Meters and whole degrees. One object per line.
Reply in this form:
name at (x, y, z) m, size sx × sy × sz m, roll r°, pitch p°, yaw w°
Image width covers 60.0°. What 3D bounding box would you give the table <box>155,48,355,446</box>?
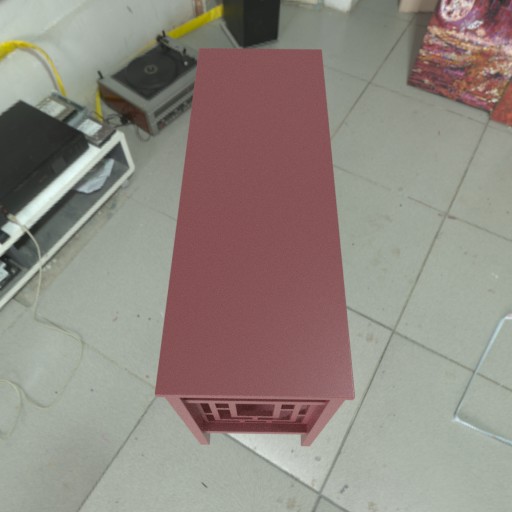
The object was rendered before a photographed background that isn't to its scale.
table at (0.000, 0.000, 1.446) m, size 0.397 × 0.753 × 1.068 m, roll 1°, pitch 60°, yaw 0°
